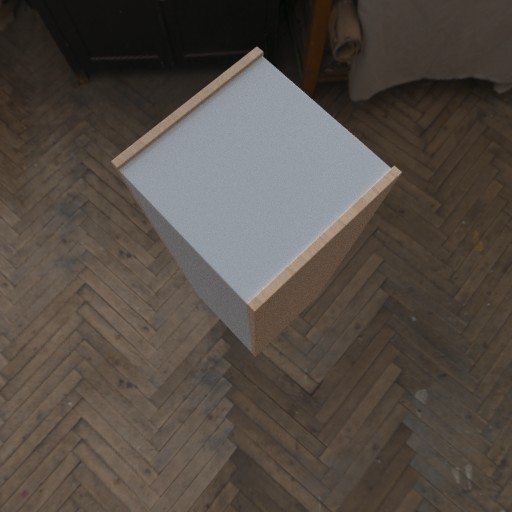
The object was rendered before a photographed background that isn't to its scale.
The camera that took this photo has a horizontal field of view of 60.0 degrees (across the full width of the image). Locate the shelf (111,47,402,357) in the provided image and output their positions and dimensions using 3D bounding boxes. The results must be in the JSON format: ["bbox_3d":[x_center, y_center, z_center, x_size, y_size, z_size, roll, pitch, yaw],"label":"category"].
[{"bbox_3d":[0.000,0.000,1.065,0.290,0.900,0.300,-42,78,-11],"label":"shelf"}]
